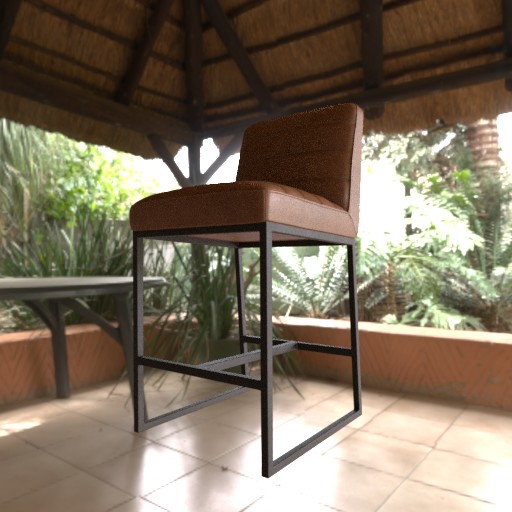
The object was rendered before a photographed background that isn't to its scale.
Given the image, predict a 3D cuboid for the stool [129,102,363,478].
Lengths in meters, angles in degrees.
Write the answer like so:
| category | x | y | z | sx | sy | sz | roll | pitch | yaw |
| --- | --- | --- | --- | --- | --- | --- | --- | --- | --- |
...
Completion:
| category | x | y | z | sx | sy | sz | roll | pitch | yaw |
| --- | --- | --- | --- | --- | --- | --- | --- | --- | --- |
| stool | 0.000 | 0.000 | 1.263 | 0.458 | 0.940 | 0.556 | -1 | -1 | 36 |
